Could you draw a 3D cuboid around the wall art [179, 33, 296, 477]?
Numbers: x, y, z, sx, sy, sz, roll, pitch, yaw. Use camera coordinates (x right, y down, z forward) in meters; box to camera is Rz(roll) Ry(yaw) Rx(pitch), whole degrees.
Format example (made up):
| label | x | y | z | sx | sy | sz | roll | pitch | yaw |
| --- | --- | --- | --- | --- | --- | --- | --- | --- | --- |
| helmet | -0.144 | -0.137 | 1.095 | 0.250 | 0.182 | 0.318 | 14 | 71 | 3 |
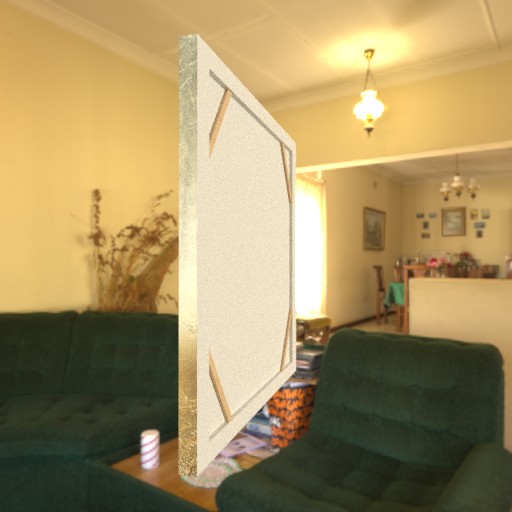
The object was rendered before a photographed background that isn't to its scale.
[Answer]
| label | x | y | z | sx | sy | sz | roll | pitch | yaw |
| --- | --- | --- | --- | --- | --- | --- | --- | --- | --- |
| wall art | 0.000 | 0.000 | 1.615 | 0.051 | 1.091 | 1.092 | 0 | 0 | 18 |
